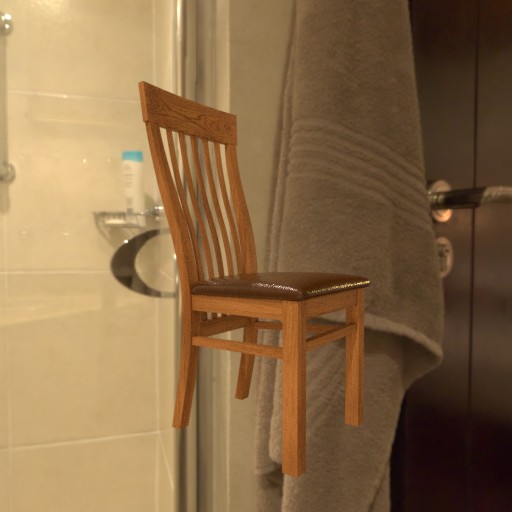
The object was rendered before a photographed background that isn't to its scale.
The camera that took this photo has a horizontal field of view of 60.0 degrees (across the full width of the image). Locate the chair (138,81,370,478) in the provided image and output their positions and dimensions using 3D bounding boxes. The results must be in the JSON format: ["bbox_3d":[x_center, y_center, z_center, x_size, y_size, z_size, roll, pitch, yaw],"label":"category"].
[{"bbox_3d":[0.000,0.000,1.374,0.580,1.050,0.450,1,2,36],"label":"chair"}]
